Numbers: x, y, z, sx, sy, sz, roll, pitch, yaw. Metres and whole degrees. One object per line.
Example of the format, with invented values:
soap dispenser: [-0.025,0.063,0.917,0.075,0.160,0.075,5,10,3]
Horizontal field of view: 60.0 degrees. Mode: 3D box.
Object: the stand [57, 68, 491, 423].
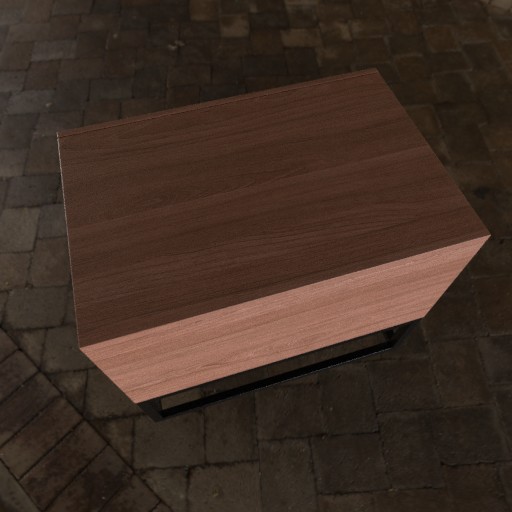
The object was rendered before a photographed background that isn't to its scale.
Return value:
stand: [0.000,0.000,0.928,0.600,0.500,0.420,-15,60,-9]
